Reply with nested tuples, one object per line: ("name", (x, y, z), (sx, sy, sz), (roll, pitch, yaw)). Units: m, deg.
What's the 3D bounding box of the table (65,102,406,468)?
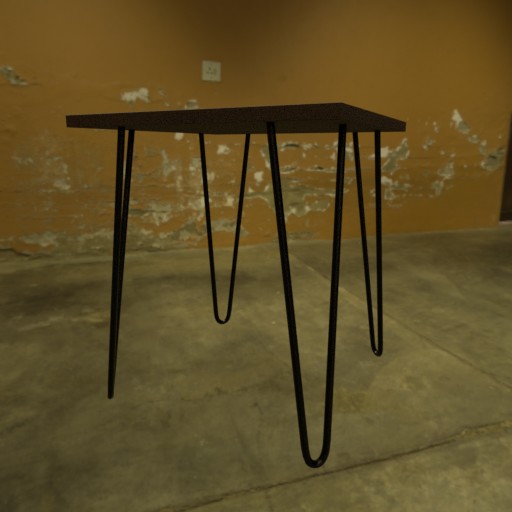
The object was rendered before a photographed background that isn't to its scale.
("table", (0.000, 0.000, 0.945), (0.495, 0.559, 0.495), (7, 15, 26))
